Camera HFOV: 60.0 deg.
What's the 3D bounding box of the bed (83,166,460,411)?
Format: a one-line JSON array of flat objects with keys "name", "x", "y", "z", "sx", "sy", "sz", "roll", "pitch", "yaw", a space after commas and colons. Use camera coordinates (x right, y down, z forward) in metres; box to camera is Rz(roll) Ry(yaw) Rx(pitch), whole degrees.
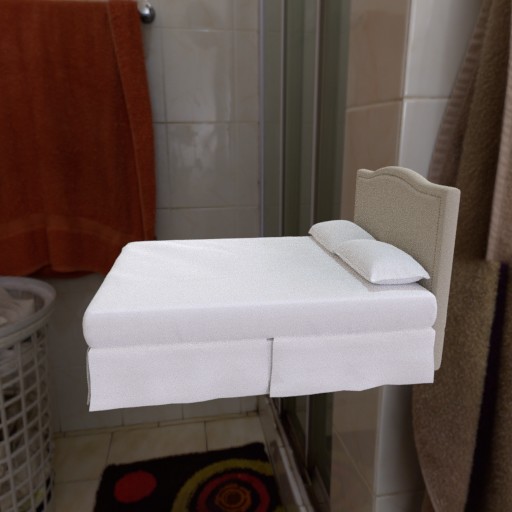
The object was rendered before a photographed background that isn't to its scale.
[{"name": "bed", "x": 0.000, "y": 0.000, "z": 3.692, "sx": 2.477, "sy": 1.437, "sz": 1.977, "roll": -2, "pitch": 15, "yaw": -7}]
